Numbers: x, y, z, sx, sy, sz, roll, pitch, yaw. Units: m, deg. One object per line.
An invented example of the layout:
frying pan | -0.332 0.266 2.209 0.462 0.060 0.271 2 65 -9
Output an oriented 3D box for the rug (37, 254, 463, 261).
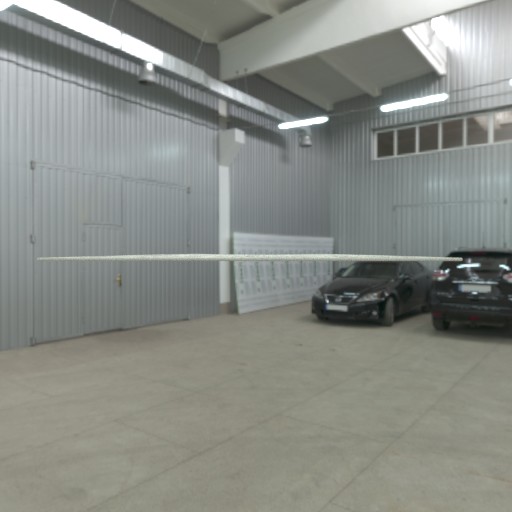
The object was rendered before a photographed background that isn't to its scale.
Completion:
rug | 0.000 0.000 3.841 2.311 0.032 2.921 0 0 2
